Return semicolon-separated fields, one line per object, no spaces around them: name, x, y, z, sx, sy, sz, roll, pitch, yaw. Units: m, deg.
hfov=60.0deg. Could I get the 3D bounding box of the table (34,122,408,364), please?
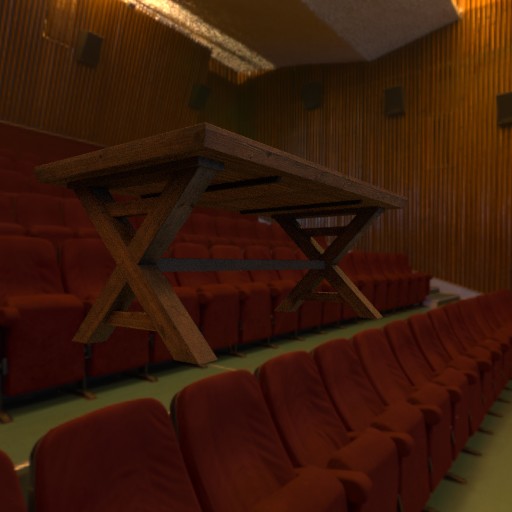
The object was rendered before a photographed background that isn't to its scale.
table;0.000;0.000;2.489;1.071;0.793;1.966;-1;-1;37
